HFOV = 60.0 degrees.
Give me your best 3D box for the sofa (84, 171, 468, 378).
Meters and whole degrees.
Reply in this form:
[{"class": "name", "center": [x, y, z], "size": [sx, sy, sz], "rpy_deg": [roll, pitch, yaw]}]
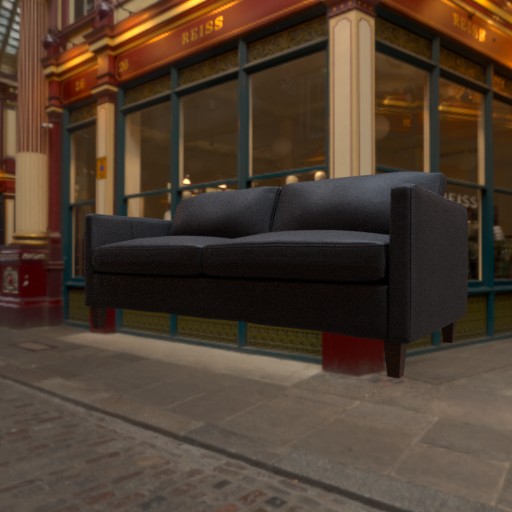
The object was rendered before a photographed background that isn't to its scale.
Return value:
[{"class": "sofa", "center": [0.000, 0.000, 2.416], "size": [1.971, 0.863, 0.933], "rpy_deg": [0, 0, 36]}]
